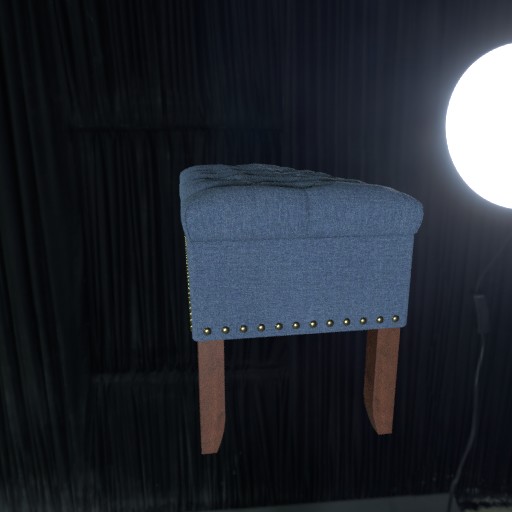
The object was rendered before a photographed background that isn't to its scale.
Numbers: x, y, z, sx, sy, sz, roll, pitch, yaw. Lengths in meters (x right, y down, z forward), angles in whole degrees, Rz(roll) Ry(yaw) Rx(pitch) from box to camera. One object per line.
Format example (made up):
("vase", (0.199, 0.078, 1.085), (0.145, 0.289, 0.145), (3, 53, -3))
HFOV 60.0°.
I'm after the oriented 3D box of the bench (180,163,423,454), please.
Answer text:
("bench", (0.000, 0.000, 1.272), (0.417, 0.492, 1.052), (-2, 14, -9))
